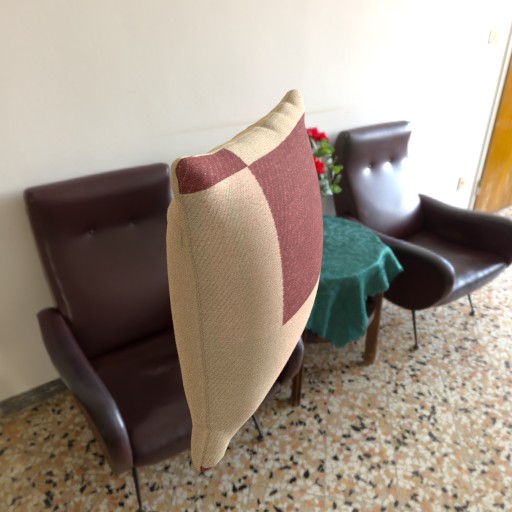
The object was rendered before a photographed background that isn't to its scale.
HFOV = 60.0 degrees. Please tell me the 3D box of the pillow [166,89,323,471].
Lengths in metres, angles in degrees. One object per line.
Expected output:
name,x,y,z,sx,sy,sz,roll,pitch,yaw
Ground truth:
pillow,0.000,0.000,0.797,0.229,0.506,0.536,9,30,17
